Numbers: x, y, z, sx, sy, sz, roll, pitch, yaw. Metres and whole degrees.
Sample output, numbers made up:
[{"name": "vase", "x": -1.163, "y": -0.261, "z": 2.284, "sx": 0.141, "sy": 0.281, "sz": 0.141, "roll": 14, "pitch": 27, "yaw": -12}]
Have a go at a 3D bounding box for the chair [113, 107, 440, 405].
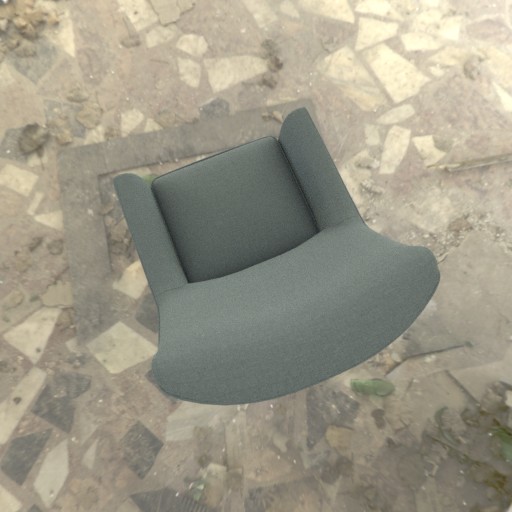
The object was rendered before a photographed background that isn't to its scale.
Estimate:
[{"name": "chair", "x": 0.000, "y": 0.000, "z": 1.563, "sx": 0.756, "sy": 0.916, "sz": 0.879, "roll": -22, "pitch": 77, "yaw": -5}]
